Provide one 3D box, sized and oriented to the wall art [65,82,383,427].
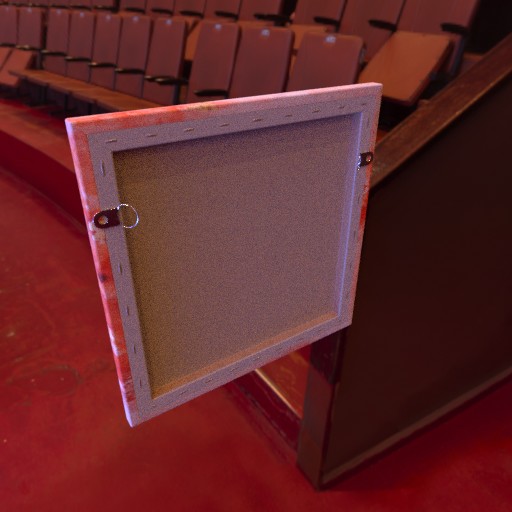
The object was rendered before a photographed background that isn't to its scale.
[{"bbox_3d":[0.000,0.000,1.100,0.747,0.746,0.064,-18,34,-29],"label":"wall art"}]
